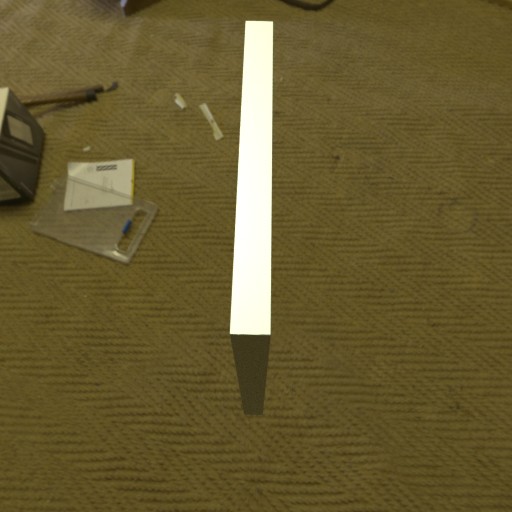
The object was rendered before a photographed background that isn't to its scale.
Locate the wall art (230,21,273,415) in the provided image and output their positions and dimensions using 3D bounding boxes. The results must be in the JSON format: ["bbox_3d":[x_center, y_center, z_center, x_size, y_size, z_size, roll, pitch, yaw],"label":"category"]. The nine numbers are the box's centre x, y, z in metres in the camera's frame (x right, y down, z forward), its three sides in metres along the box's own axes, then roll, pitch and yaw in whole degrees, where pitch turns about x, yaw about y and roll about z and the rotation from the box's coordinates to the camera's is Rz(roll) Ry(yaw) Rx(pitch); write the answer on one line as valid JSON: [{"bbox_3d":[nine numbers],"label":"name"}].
[{"bbox_3d":[0.000,0.000,0.756,0.039,0.553,0.445,1,63,1],"label":"wall art"}]
